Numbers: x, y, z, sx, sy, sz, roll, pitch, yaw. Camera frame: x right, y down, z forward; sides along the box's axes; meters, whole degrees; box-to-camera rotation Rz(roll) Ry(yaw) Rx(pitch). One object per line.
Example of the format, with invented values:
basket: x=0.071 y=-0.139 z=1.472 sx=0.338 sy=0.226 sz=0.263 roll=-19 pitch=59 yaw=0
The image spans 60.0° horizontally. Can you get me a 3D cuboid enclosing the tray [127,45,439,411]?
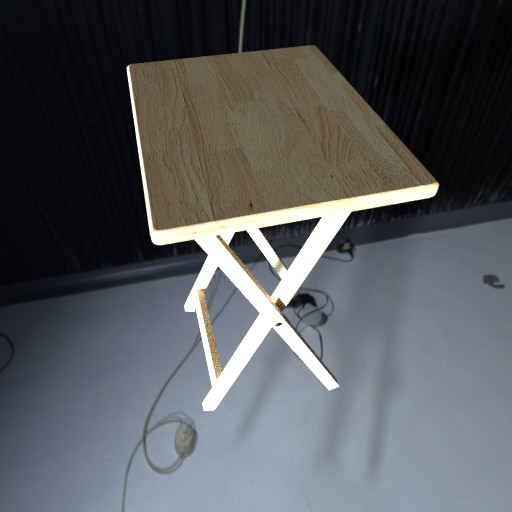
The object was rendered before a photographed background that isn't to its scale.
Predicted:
tray: x=0.000 y=0.000 z=0.948 sx=0.381 sy=0.660 sz=0.483 roll=-11 pitch=47 yaw=-10
